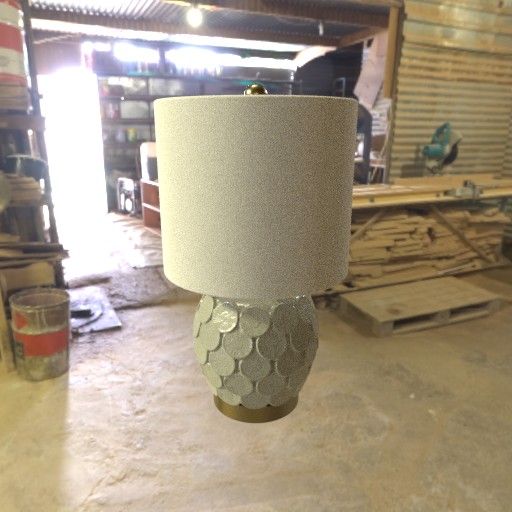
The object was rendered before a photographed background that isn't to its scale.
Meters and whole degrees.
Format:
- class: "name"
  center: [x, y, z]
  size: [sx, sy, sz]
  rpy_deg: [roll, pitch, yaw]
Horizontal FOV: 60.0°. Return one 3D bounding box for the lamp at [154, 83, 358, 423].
- class: "lamp"
  center: [0.000, 0.000, 0.621]
  size: [0.254, 0.452, 0.254]
  rpy_deg: [0, 16, 0]
